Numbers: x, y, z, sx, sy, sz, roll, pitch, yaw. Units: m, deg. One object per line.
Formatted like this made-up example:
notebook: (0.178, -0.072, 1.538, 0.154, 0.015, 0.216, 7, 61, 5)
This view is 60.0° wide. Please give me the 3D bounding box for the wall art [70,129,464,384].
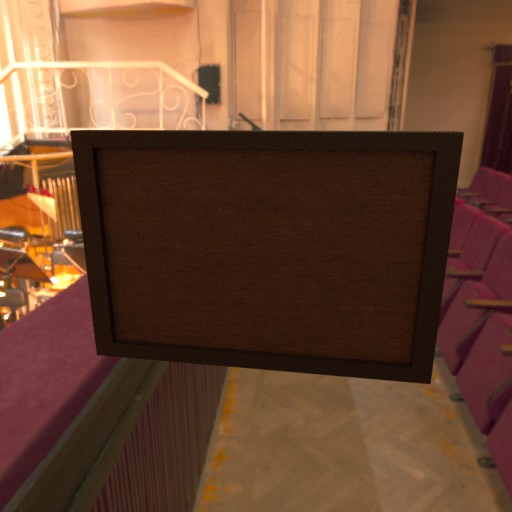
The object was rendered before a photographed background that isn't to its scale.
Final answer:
wall art: (0.000, 0.000, 0.838, 0.671, 0.456, 0.051, 3, 17, 9)
